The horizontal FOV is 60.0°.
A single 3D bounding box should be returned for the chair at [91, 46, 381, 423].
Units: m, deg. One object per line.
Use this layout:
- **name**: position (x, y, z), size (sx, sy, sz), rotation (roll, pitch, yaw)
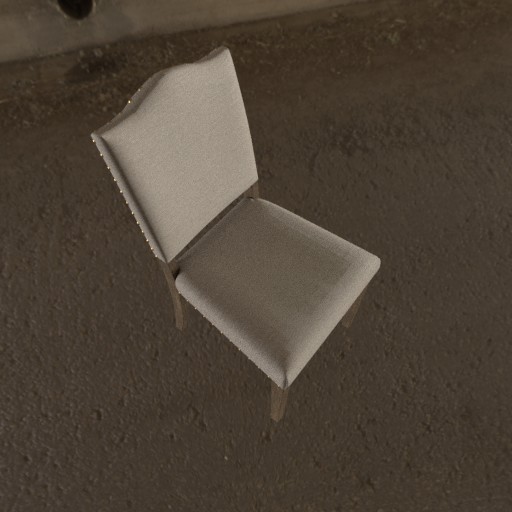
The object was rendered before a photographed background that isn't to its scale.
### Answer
- **chair**: position (0.000, 0.000, 1.364), size (0.620, 1.020, 0.508), rotation (34, 63, 20)
